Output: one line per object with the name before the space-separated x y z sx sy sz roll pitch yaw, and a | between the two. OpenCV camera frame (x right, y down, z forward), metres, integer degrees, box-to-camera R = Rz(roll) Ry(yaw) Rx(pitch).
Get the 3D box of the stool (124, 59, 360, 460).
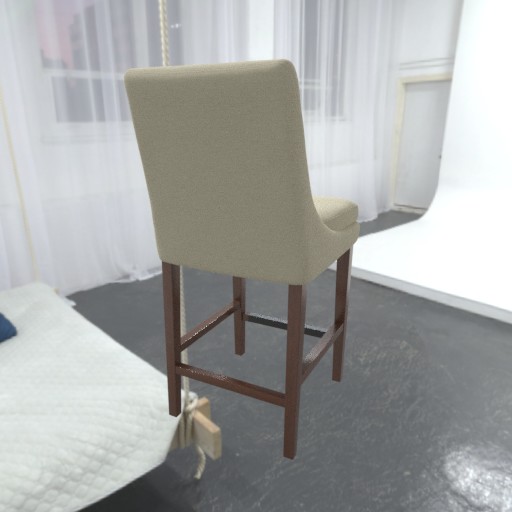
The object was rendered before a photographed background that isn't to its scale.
stool | 0.000 0.000 1.284 0.470 0.981 0.577 9 19 26
